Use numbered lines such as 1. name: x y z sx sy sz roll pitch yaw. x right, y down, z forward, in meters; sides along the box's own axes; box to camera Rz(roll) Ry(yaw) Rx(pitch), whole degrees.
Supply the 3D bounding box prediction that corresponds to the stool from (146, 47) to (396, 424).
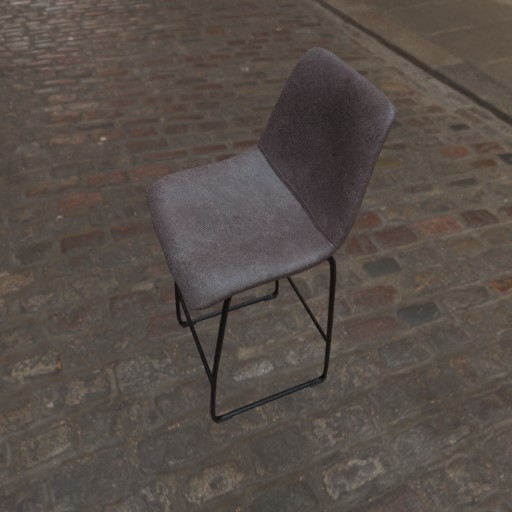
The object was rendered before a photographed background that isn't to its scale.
1. stool: 0.000 0.000 1.390 0.561 1.082 0.514 -16 48 -15
